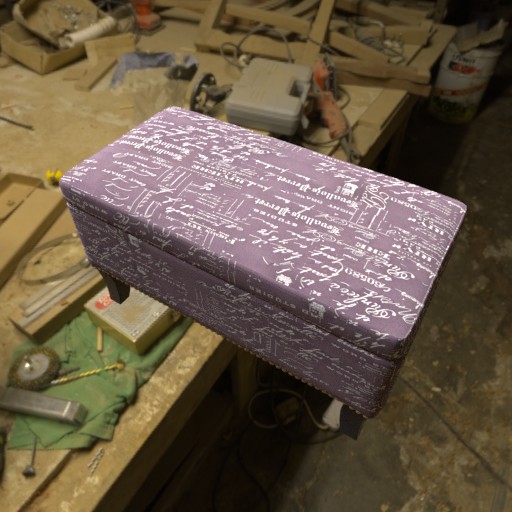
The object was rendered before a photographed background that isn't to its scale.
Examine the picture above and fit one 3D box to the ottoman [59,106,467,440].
[{"bbox_3d":[0.000,0.000,1.087,0.813,0.457,0.406,24,51,22],"label":"ottoman"}]
